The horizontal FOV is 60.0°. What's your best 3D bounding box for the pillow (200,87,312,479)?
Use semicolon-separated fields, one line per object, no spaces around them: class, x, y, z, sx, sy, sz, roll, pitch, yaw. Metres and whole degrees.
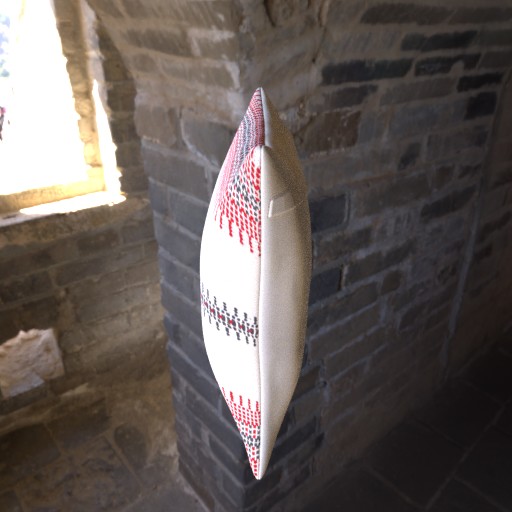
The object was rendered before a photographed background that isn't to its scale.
pillow;0.000;0.000;0.701;0.160;0.454;0.463;0;27;0
